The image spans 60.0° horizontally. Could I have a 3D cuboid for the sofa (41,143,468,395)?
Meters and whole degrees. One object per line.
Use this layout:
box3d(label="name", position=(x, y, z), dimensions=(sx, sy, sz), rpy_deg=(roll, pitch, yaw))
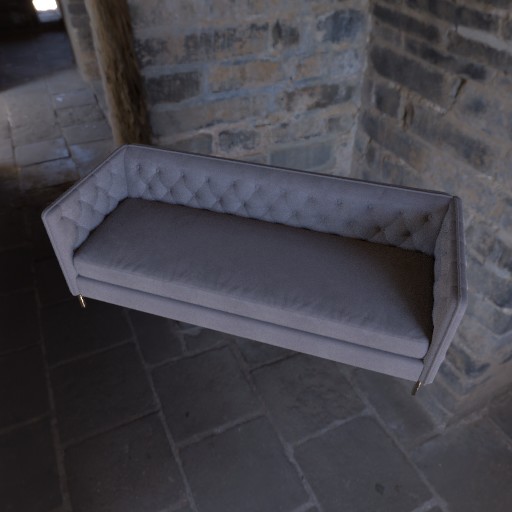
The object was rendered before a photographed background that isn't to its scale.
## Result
box3d(label="sofa", position=(0.000, 0.000, 2.670), dimensions=(2.209, 0.771, 0.895), rpy_deg=(12, 42, 13))
